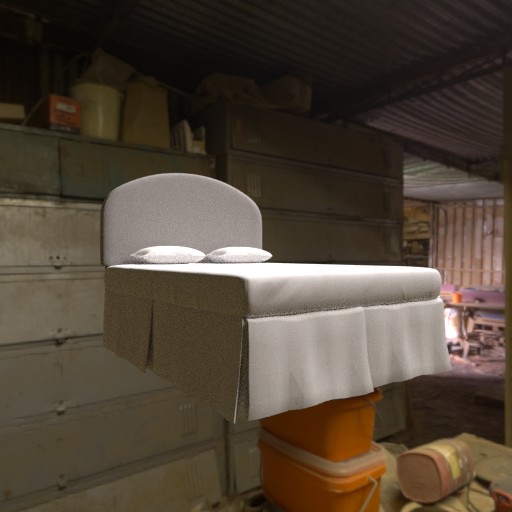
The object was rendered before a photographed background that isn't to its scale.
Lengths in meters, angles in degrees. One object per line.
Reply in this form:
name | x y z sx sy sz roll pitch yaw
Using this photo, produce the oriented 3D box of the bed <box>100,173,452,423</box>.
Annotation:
bed | 0.000 0.000 3.067 1.607 1.410 2.005 0 0 -36
